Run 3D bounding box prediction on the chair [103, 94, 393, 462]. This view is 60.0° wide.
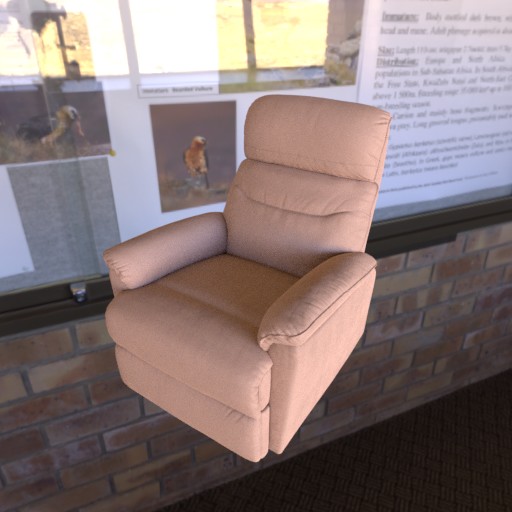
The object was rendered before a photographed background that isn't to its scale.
[{"bbox_3d":[0.000,0.000,1.677,0.820,1.037,1.004,18,33,30],"label":"chair"}]
